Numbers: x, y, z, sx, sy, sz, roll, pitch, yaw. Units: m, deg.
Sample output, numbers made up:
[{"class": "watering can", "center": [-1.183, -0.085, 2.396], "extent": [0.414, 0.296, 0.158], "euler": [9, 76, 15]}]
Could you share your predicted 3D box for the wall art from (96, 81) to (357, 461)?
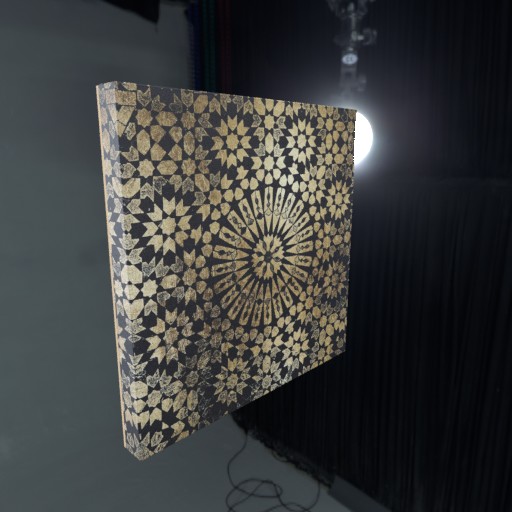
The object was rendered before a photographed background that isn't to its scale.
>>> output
[{"class": "wall art", "center": [0.000, 0.000, 0.607], "extent": [0.405, 0.405, 0.038], "euler": [-13, 18, -43]}]
